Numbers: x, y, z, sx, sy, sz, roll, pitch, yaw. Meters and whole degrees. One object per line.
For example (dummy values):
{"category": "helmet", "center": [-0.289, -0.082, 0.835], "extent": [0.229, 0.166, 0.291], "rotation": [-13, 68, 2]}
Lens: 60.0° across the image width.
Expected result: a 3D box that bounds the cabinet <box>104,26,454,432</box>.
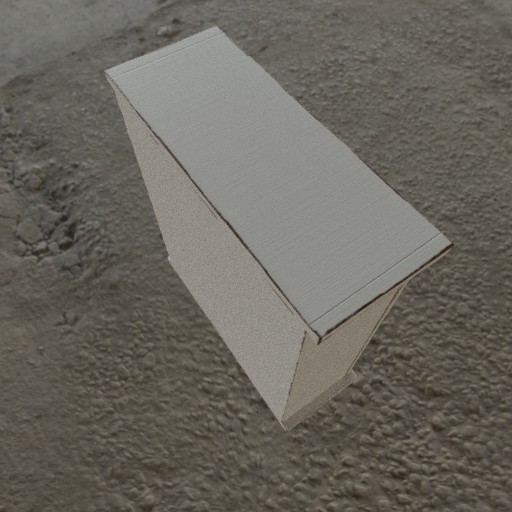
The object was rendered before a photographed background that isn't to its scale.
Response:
{"category": "cabinet", "center": [0.000, 0.000, 0.878], "extent": [0.210, 0.603, 0.541], "rotation": [-31, 64, -17]}
